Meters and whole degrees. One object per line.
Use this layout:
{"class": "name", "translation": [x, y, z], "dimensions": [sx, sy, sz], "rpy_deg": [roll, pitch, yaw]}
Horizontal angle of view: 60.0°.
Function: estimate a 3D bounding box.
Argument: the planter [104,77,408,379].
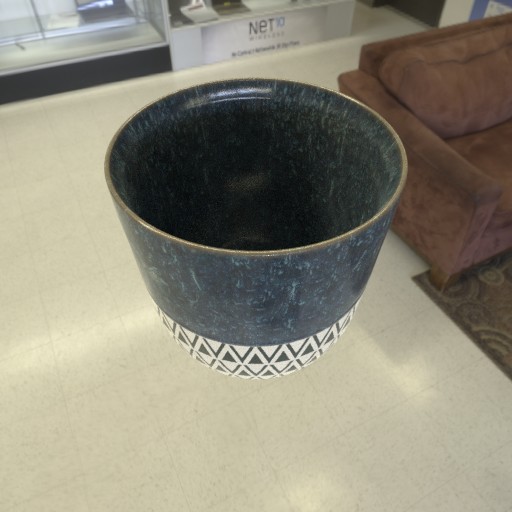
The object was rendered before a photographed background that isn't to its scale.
{"class": "planter", "translation": [0.000, 0.000, 0.369], "dimensions": [0.195, 0.214, 0.195], "rpy_deg": [0, 47, 0]}
